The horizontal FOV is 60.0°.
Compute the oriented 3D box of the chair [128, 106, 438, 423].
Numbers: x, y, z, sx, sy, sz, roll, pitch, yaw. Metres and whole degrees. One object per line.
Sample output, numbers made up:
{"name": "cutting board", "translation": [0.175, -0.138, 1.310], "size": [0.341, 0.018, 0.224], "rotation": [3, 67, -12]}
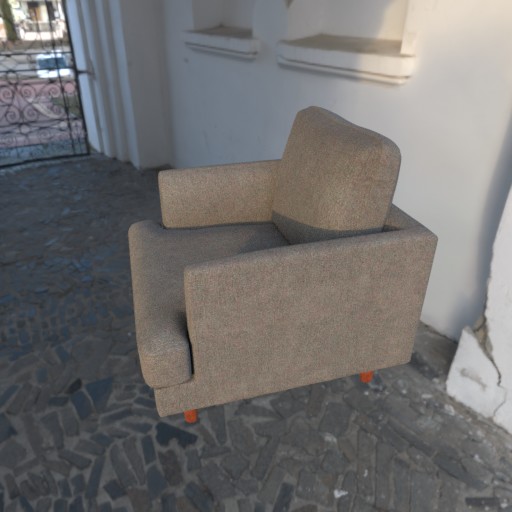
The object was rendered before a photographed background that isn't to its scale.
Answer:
{"name": "chair", "translation": [0.000, 0.000, 1.640], "size": [0.899, 0.957, 0.858], "rotation": [-8, 31, -14]}
